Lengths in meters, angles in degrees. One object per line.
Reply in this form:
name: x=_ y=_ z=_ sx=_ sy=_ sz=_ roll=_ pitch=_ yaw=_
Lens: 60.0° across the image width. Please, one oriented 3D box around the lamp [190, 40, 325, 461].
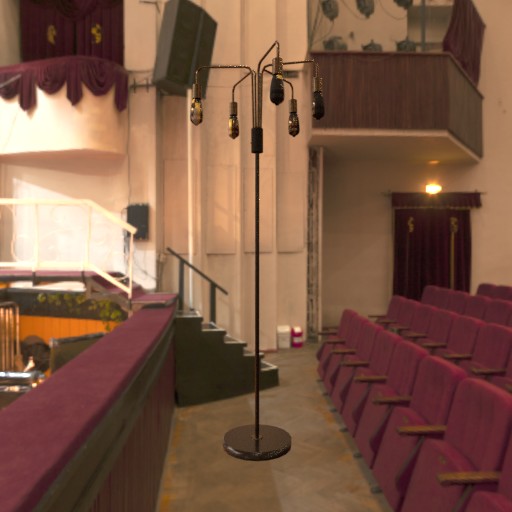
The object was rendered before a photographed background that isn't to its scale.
lamp: x=0.000 y=0.000 z=1.999 sx=0.599 sy=1.721 sz=0.572 roll=0 pitch=0 yaw=0
